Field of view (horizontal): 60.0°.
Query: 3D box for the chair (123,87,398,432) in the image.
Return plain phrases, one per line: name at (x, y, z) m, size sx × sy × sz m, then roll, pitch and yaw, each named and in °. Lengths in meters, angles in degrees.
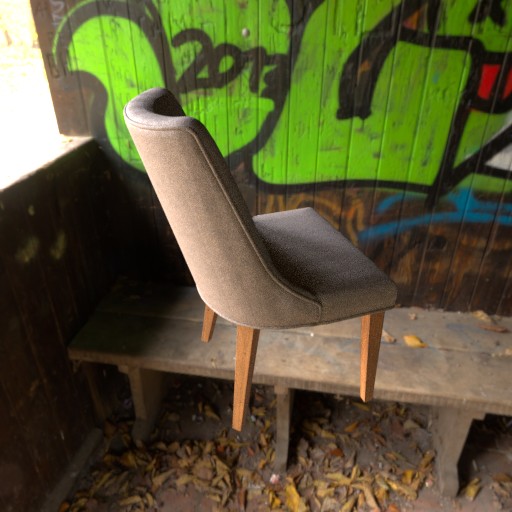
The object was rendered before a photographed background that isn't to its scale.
chair at (0.000, 0.000, 1.316) m, size 0.636 × 0.916 × 0.548 m, roll -10°, pitch 32°, yaw -16°
